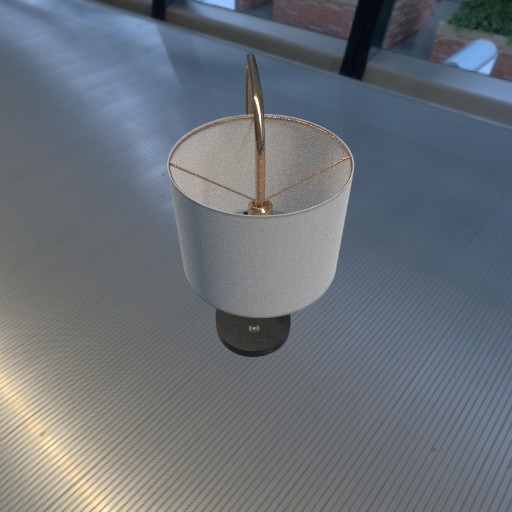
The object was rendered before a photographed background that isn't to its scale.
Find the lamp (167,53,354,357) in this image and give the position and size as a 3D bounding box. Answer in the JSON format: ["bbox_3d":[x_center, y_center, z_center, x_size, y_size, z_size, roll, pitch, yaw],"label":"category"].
[{"bbox_3d":[0.000,0.000,0.678,0.199,0.540,0.337,-3,44,-3],"label":"lamp"}]
